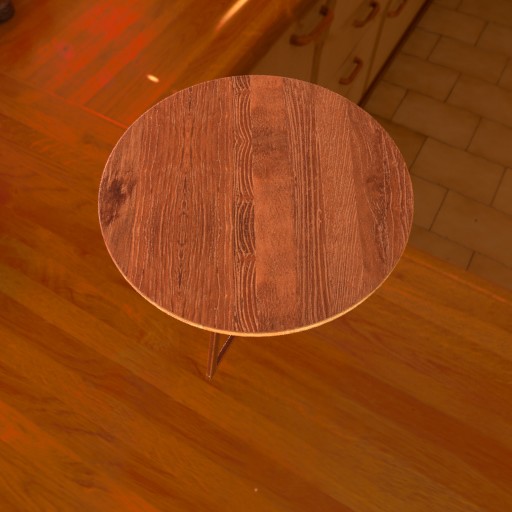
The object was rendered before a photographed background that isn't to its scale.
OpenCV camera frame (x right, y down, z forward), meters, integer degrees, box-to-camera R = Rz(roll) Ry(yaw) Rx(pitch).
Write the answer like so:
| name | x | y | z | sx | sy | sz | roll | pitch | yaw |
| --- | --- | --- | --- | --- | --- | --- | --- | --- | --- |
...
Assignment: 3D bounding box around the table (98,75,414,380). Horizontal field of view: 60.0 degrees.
| name | x | y | z | sx | sy | sz | roll | pitch | yaw |
| --- | --- | --- | --- | --- | --- | --- | --- | --- | --- |
| table | 0.000 | 0.000 | 0.930 | 0.500 | 0.500 | 0.500 | 0 | 62 | 0 |
